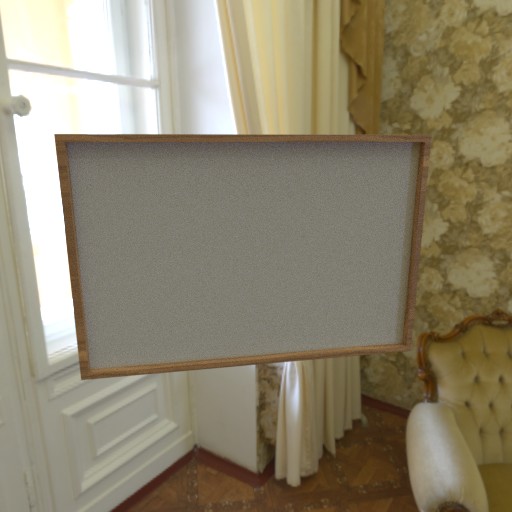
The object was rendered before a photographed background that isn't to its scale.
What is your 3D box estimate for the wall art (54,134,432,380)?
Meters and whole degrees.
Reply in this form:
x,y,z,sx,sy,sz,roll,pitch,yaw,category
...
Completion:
x,y,z,sx,sy,sz,roll,pitch,yaw,category
0.000,0.000,1.430,1.137,0.756,0.034,-3,15,-10,wall art
